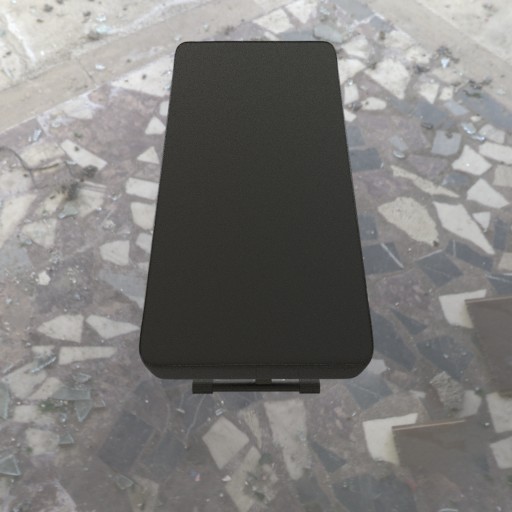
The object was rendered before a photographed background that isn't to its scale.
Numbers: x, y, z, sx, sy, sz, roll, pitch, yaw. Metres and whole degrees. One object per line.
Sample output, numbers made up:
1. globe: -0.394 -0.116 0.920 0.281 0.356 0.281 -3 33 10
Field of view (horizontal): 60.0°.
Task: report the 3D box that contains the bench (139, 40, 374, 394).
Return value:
1. bench: 0.000 0.000 0.922 0.300 0.561 0.600 0 62 0
